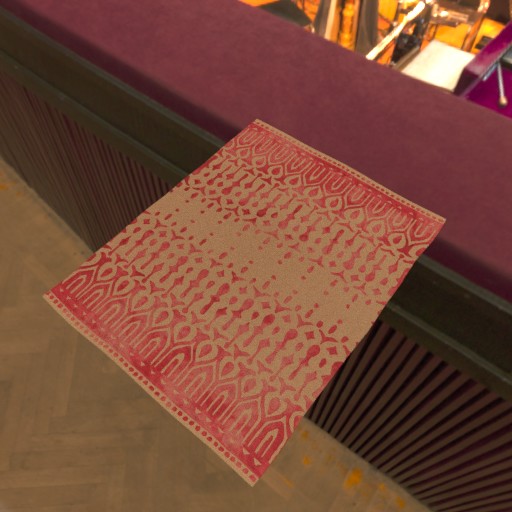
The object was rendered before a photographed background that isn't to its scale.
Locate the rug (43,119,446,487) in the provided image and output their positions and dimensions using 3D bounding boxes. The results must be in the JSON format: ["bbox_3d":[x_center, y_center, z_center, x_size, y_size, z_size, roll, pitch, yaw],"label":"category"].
[{"bbox_3d":[0.000,0.000,4.181,2.441,0.016,3.095,34,63,20],"label":"rug"}]
